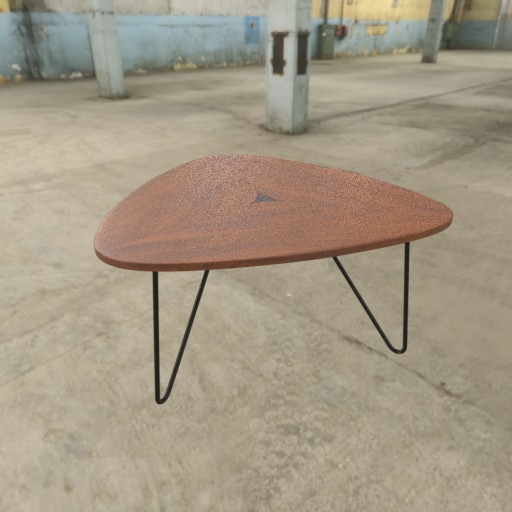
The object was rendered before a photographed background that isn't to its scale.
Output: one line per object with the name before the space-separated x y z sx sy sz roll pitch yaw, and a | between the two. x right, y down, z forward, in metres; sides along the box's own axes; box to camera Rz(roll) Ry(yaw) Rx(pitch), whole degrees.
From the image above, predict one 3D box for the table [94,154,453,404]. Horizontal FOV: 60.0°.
table | 0.000 0.000 1.306 0.833 0.413 0.821 -8 27 -15
